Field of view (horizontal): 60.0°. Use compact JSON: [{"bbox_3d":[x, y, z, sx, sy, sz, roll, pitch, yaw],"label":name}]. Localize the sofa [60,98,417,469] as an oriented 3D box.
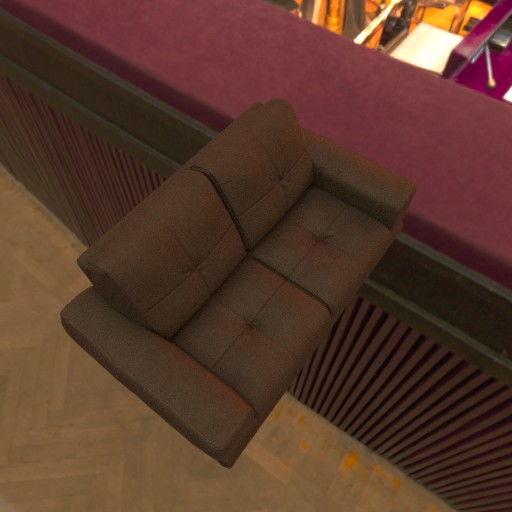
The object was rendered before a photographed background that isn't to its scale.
[{"bbox_3d":[0.000,0.000,2.352,1.018,0.907,1.806,33,63,19],"label":"sofa"}]
